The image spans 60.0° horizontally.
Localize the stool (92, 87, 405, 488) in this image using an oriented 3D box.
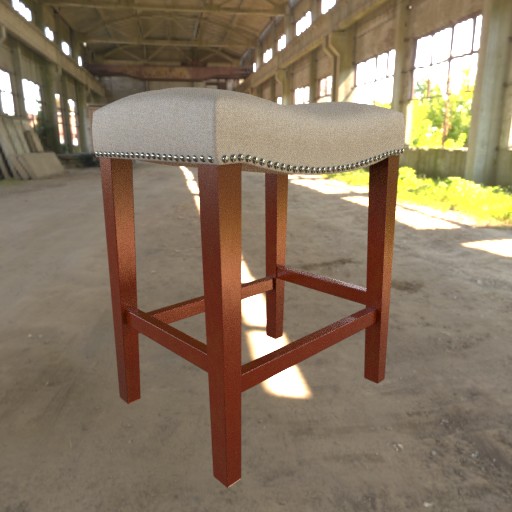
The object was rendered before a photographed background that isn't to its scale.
[{"bbox_3d":[0.000,0.000,0.935,0.509,0.632,0.375,-14,20,-42],"label":"stool"}]
